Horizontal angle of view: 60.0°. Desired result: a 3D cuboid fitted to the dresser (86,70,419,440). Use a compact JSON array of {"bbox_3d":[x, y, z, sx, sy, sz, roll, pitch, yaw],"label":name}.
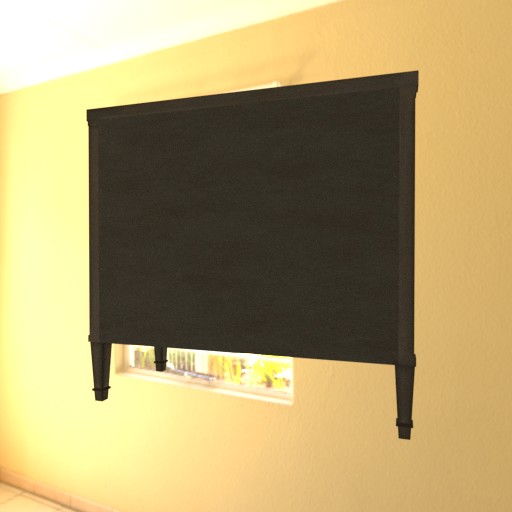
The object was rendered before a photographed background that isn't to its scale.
[{"bbox_3d":[0.000,0.000,1.553,1.049,0.986,0.463,0,1,18],"label":"dresser"}]
